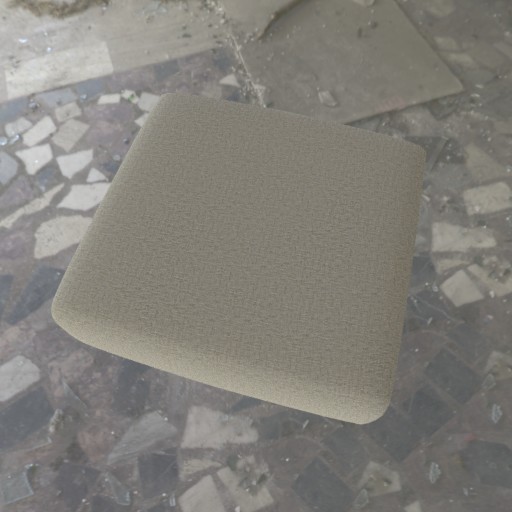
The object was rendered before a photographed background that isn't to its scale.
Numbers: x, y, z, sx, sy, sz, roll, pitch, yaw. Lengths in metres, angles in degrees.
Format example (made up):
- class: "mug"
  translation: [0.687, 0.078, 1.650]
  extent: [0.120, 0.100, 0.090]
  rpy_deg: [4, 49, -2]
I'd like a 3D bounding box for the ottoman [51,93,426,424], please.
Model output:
- class: "ottoman"
  translation: [0.000, 0.000, 1.072]
  extent: [0.655, 0.399, 0.648]
  rpy_deg: [14, 64, 7]
